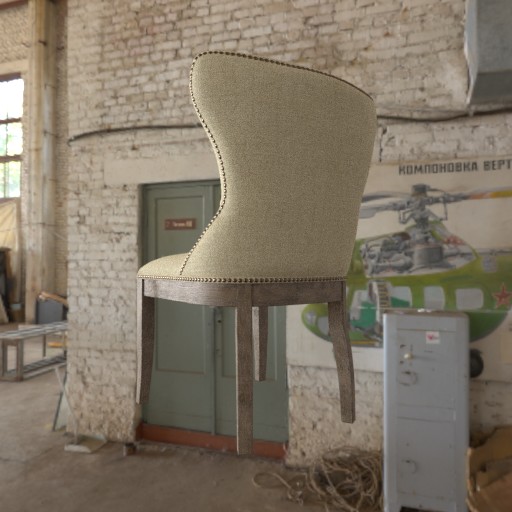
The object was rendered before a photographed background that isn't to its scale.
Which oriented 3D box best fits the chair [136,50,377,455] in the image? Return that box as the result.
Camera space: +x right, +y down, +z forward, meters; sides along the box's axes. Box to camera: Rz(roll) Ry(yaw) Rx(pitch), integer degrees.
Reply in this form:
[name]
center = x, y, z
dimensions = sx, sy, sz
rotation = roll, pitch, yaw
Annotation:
[chair]
center = 0.000, 0.000, 1.414
dimensions = 0.654, 1.002, 0.681
rotation = 1, -1, -36
